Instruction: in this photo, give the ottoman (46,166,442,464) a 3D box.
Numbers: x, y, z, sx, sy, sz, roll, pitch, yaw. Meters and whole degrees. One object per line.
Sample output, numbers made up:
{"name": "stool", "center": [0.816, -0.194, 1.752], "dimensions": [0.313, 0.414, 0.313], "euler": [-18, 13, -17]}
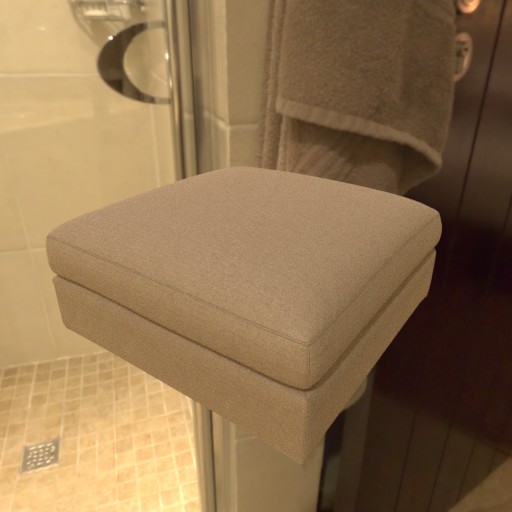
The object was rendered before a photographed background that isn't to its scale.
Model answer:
{"name": "ottoman", "center": [0.000, 0.000, 1.624], "dimensions": [1.041, 0.470, 1.041], "euler": [18, 31, 32]}
